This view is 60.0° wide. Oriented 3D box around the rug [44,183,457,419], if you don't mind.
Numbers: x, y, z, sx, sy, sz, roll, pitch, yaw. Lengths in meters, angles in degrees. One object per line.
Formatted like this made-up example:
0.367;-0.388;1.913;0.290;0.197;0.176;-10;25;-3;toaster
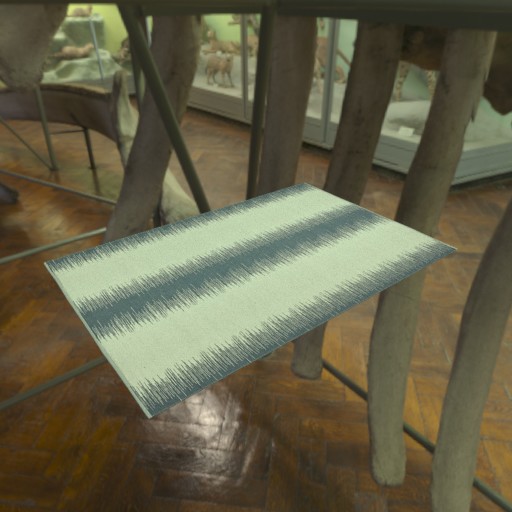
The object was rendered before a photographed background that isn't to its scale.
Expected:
0.000;0.000;2.367;1.854;0.006;1.234;-22;37;-32;rug
